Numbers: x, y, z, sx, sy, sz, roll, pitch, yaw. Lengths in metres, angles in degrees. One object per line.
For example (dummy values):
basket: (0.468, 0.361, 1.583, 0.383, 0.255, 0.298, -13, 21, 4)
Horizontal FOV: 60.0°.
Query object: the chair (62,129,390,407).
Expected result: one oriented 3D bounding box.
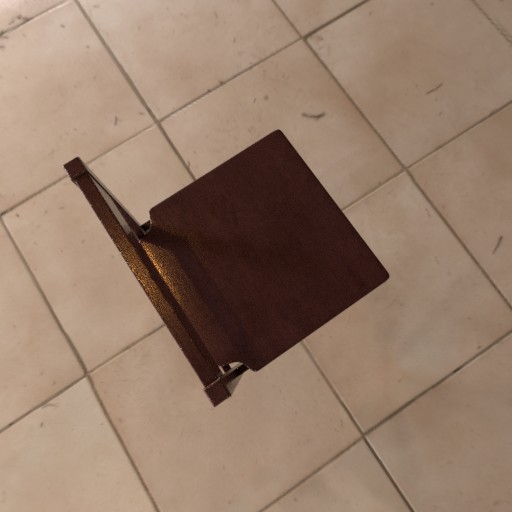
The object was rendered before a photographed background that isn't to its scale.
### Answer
chair: (0.000, 0.000, 0.878, 0.361, 0.668, 0.367, -34, 80, -7)
